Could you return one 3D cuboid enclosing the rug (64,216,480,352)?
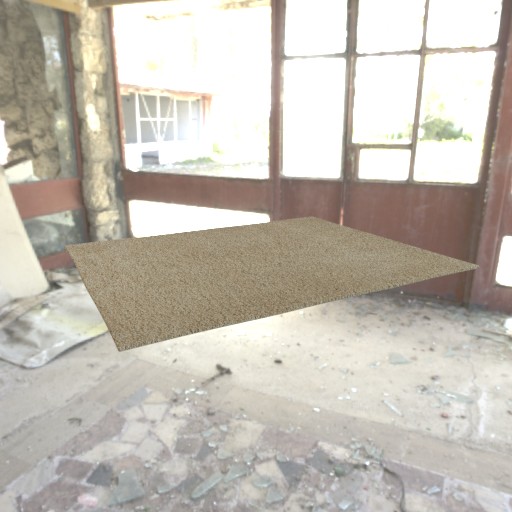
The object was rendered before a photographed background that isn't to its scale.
[{"bbox_3d":[0.000,0.000,4.065,3.000,0.025,2.400,-9,19,-28],"label":"rug"}]
